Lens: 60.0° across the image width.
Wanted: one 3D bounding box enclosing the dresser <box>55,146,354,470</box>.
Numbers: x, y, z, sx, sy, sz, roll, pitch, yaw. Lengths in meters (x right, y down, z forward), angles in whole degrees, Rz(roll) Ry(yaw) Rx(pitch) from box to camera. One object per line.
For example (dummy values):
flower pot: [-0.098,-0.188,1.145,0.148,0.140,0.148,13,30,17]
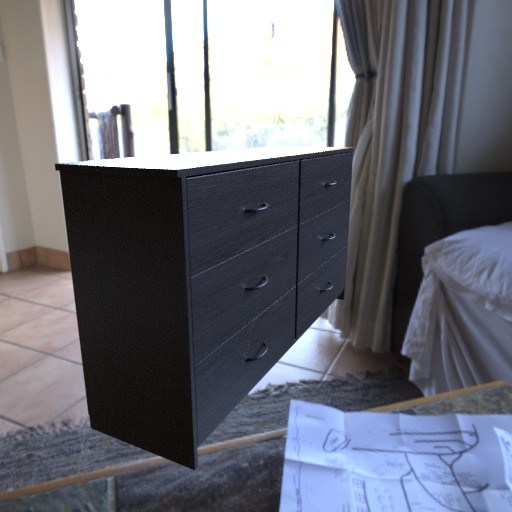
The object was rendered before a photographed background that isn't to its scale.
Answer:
dresser: [0.000,0.000,1.666,0.401,0.755,1.360,8,18,26]
